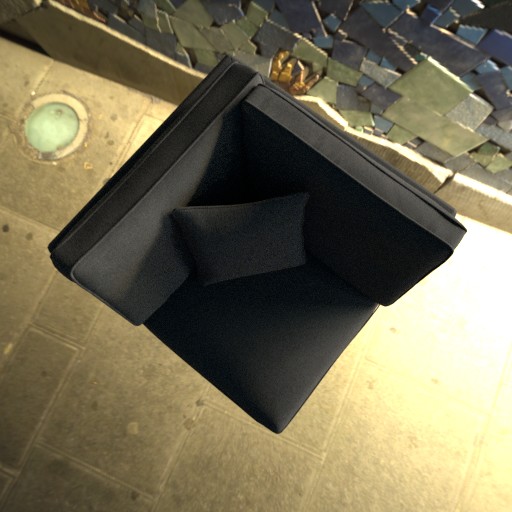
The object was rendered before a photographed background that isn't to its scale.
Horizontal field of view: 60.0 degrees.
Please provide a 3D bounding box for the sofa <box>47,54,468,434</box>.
[{"bbox_3d":[0.000,0.000,1.916,1.146,1.002,1.084,38,79,9],"label":"sofa"}]
